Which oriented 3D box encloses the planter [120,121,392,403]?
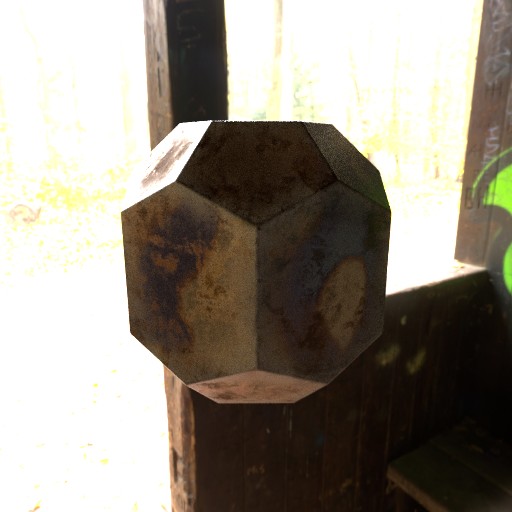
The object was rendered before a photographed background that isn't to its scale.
[{"bbox_3d":[0.000,0.000,0.415,0.243,0.238,0.221,8,17,29],"label":"planter"}]
